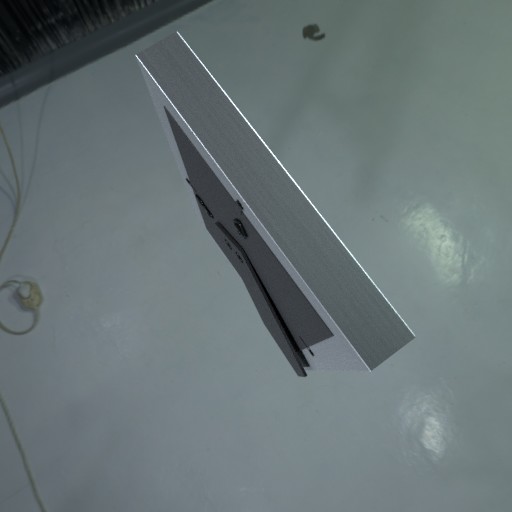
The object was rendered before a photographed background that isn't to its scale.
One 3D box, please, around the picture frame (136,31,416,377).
[{"bbox_3d":[0.000,0.000,0.271,0.028,0.208,0.157,-34,78,-8],"label":"picture frame"}]
